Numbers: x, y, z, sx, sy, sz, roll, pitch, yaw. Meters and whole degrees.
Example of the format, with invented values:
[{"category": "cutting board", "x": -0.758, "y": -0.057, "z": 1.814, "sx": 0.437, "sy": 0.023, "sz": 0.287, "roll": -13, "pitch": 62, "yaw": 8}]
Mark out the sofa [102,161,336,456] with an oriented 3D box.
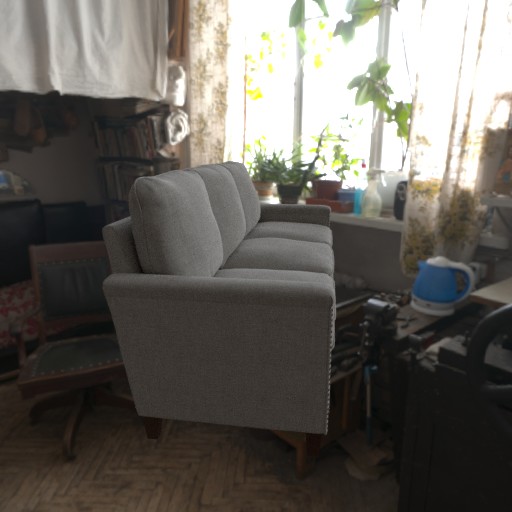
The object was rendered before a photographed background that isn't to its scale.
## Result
[{"category": "sofa", "x": 0.000, "y": 0.000, "z": 2.382, "sx": 0.828, "sy": 0.959, "sz": 1.925, "roll": 2, "pitch": 15, "yaw": 9}]
